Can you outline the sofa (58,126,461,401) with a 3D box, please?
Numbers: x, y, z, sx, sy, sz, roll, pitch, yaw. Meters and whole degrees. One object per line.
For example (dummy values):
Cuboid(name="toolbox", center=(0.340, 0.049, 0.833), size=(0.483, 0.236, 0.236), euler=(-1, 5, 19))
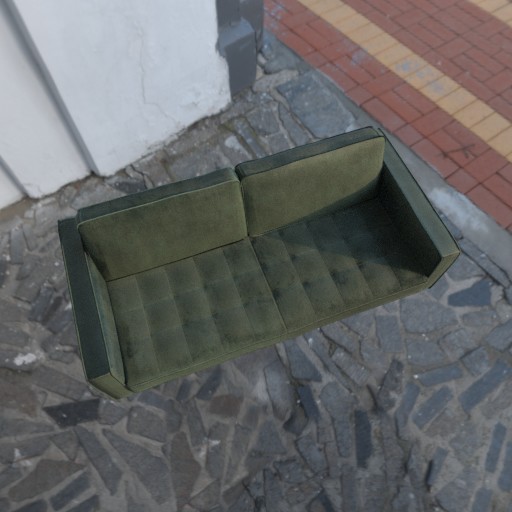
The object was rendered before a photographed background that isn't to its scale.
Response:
Cuboid(name="sofa", center=(0.000, 0.000, 2.314), size=(1.816, 0.781, 0.886), euler=(-18, 64, -9))
